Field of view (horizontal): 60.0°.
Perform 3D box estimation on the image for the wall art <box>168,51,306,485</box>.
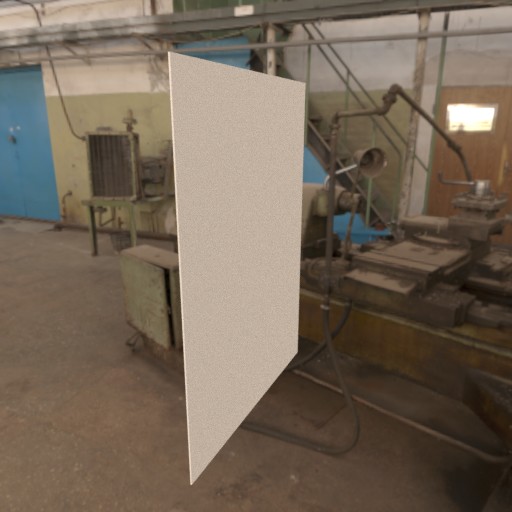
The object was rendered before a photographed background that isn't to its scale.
[{"bbox_3d":[0.000,0.000,0.790,0.003,0.610,0.457,8,18,25],"label":"wall art"}]
